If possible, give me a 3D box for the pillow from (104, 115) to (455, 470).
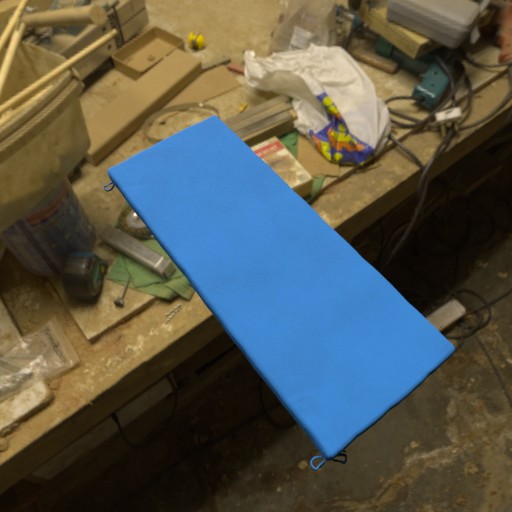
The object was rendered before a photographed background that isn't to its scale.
[{"bbox_3d":[0.000,0.000,1.364,0.492,0.081,1.187,-33,64,-18],"label":"pillow"}]
